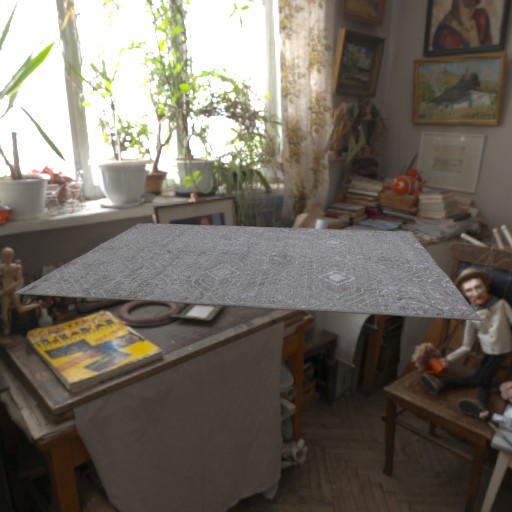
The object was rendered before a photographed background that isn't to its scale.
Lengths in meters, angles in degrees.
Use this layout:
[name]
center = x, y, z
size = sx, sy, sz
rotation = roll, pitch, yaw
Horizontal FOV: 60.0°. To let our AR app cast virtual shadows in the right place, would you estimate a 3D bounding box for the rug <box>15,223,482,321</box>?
[rug]
center = 0.000, 0.000, 4.285
size = 3.359, 0.020, 2.448
rotation = 2, 17, 8
